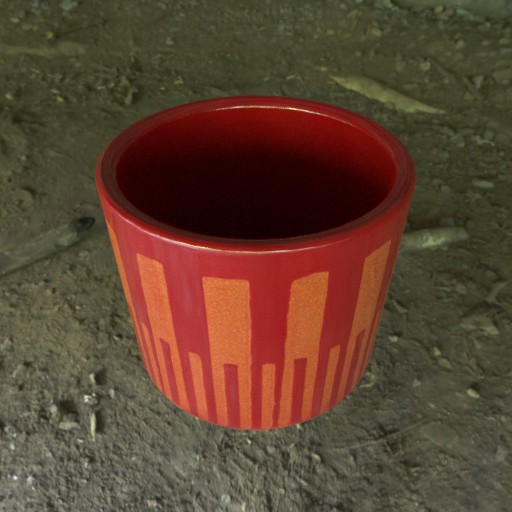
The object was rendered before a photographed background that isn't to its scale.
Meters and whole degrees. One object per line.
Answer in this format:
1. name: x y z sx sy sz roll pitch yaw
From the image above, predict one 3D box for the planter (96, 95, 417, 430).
1. planter: 0.000 0.000 0.390 0.230 0.202 0.230 0 40 0
